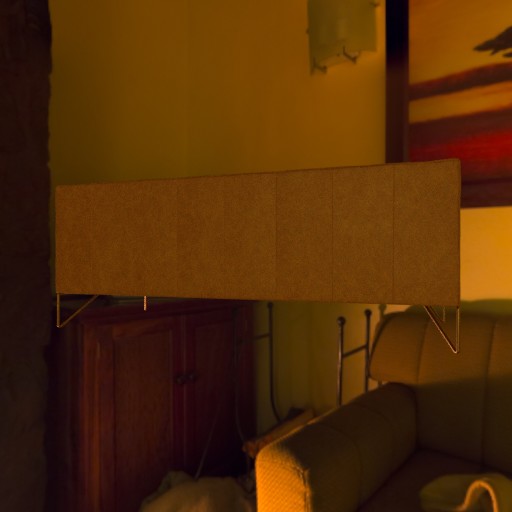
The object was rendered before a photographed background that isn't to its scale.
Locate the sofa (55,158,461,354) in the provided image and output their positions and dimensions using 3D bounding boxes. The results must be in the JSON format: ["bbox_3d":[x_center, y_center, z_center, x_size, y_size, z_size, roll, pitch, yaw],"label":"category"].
[{"bbox_3d":[0.000,0.000,2.536,2.079,0.798,0.912,0,0,19],"label":"sofa"}]
